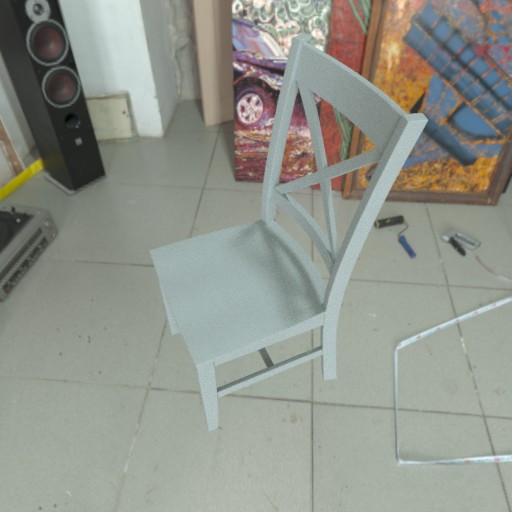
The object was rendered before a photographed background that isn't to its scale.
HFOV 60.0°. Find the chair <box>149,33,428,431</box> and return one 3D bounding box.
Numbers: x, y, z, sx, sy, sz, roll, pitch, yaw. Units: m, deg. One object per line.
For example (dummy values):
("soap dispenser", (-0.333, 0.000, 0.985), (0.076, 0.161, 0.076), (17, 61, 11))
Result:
("chair", (0.000, 0.000, 1.271), (0.542, 0.983, 0.485), (-18, 49, -17))
